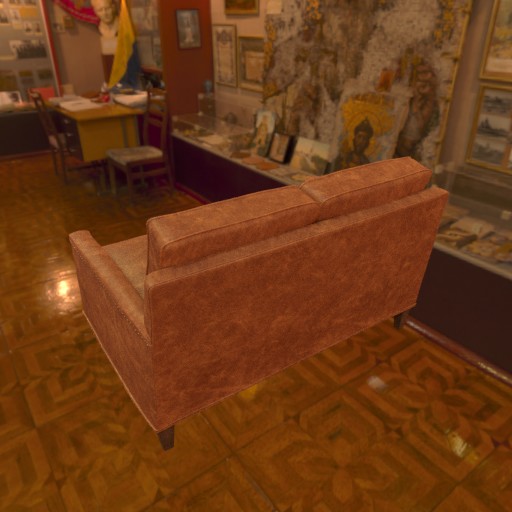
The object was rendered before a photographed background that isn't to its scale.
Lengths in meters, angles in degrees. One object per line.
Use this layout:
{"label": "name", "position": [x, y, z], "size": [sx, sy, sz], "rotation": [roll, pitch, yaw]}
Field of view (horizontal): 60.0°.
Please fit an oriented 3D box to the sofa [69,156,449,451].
{"label": "sofa", "position": [0.000, 0.000, 2.269], "size": [1.597, 1.003, 1.084], "rotation": [-18, 33, -29]}
